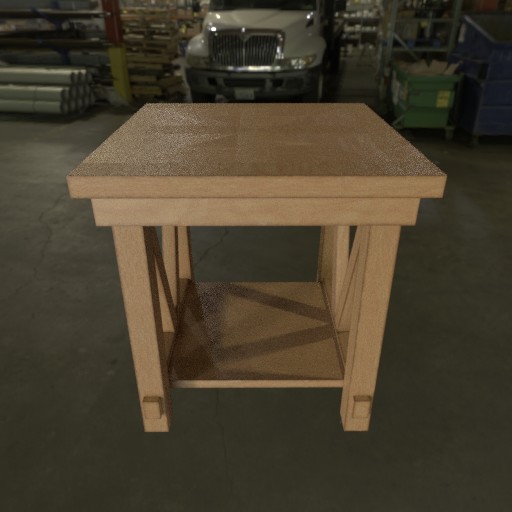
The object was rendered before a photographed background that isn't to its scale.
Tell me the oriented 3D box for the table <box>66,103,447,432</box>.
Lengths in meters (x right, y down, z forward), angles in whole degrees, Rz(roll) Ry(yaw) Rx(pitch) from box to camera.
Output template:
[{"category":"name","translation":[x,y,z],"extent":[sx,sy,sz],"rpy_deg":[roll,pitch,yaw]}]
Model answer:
[{"category":"table","translation":[0.000,0.000,1.131],"extent":[0.610,0.638,0.612],"rpy_deg":[0,29,0]}]
